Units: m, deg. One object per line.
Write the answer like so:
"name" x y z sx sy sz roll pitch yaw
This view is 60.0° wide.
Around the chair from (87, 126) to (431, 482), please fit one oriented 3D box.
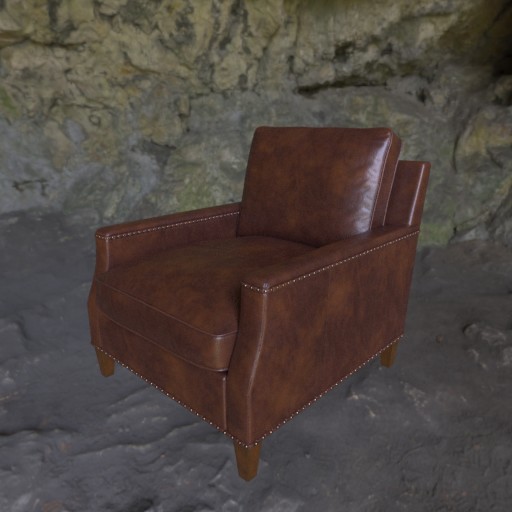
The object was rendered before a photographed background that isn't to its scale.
"chair" 0.000 0.000 1.657 0.853 0.929 1.014 15 22 41
